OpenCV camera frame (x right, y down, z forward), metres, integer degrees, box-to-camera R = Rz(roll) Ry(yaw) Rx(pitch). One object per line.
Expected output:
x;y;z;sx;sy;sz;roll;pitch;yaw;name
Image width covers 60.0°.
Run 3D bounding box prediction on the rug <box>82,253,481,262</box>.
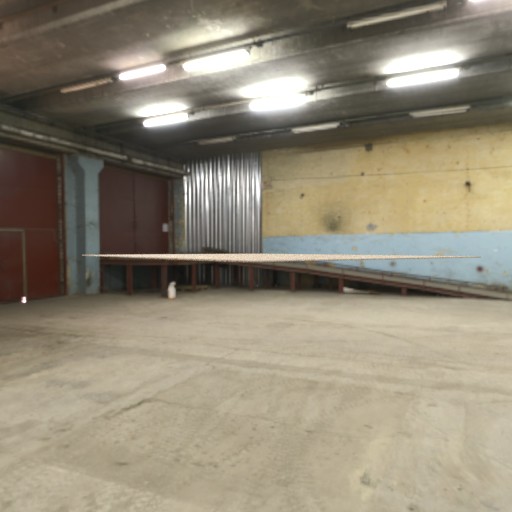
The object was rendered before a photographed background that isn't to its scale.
0.000;0.000;3.997;2.313;0.009;2.939;-1;1;-36;rug
